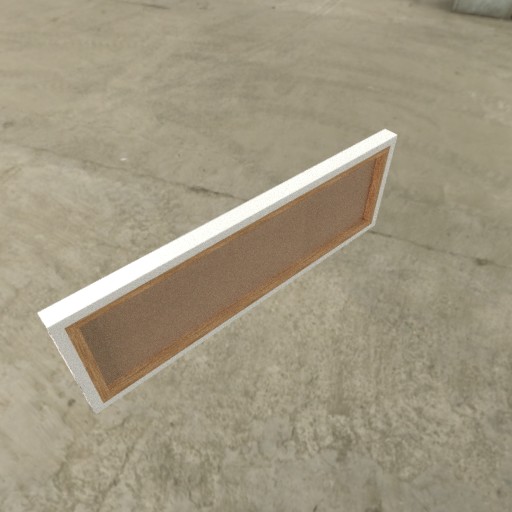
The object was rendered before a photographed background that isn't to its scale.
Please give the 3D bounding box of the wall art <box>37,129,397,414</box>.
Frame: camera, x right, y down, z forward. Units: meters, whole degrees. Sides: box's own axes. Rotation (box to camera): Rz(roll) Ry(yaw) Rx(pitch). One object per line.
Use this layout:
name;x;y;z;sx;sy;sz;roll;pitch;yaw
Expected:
wall art;0.000;0.000;0.868;0.766;0.256;0.036;-31;53;-27
